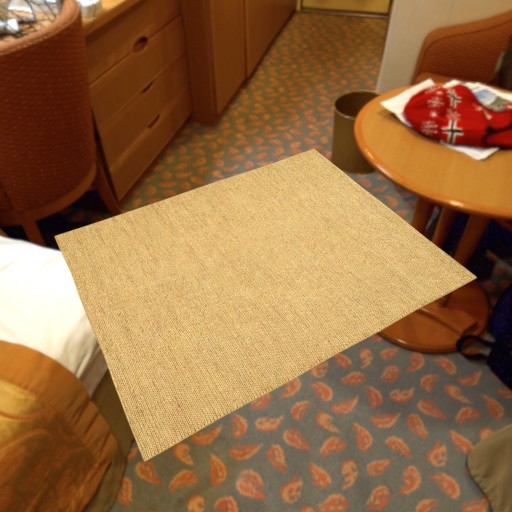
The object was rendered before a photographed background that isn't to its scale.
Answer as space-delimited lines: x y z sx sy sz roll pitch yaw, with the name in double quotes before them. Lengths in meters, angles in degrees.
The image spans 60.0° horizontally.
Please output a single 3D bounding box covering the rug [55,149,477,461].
"rug" 0.000 0.000 4.033 3.034 0.012 2.406 -23 49 -21
